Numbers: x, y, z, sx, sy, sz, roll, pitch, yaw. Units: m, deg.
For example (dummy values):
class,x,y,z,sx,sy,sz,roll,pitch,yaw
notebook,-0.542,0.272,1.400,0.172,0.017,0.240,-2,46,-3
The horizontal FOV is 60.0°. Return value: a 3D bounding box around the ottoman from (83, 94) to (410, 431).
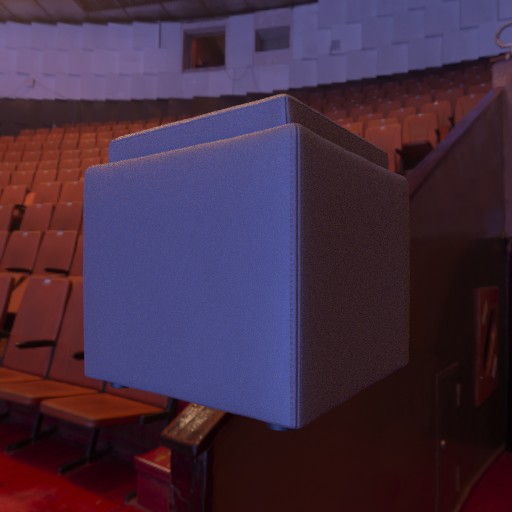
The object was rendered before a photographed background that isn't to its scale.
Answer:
class,x,y,z,sx,sy,sz,roll,pitch,yaw
ottoman,0.000,0.000,0.829,0.450,0.460,0.451,-1,-1,36
